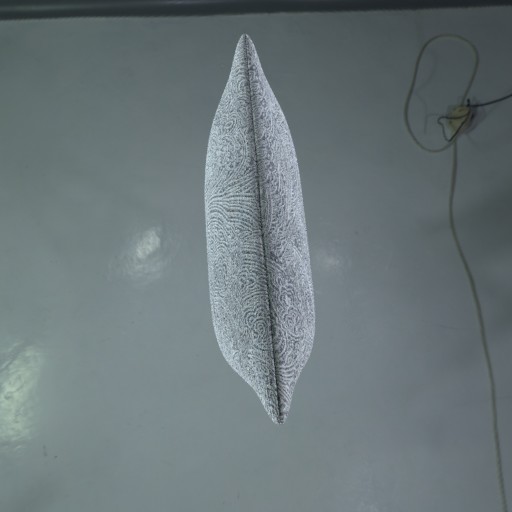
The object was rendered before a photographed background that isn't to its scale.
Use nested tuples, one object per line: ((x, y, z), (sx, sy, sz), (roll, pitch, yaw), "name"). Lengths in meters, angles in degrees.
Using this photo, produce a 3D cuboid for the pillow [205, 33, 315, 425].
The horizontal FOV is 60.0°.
((0.000, 0.000, 0.793), (0.166, 0.510, 0.523), (-5, 75, -1), "pillow")
